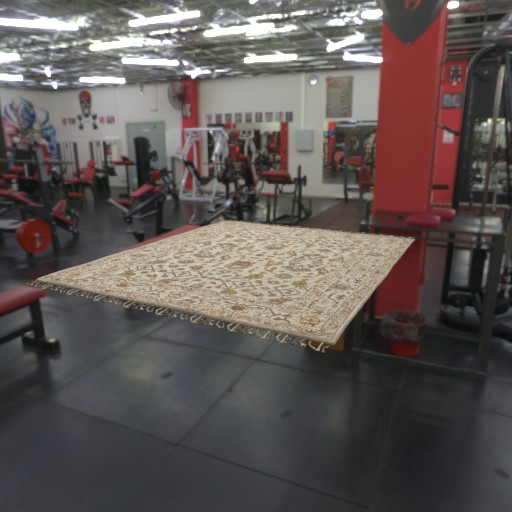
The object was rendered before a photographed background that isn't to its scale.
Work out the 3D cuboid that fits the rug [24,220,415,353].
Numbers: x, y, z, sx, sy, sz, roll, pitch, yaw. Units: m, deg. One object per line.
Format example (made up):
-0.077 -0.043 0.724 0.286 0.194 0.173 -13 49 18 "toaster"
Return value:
0.000 0.000 4.132 2.426 0.034 3.061 8 17 26 "rug"
